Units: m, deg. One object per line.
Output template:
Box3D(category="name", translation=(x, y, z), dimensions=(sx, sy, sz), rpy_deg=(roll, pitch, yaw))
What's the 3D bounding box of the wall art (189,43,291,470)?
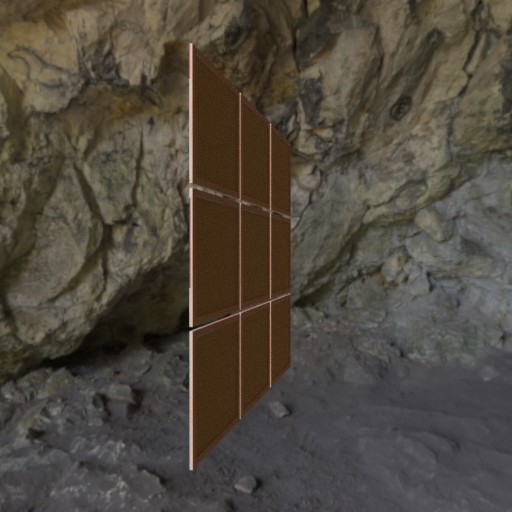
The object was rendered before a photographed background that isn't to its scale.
Box3D(category="wall art", translation=(0.000, 0.000, 2.301), dimensions=(0.013, 1.519, 1.521), rpy_deg=(0, 0, 18))
